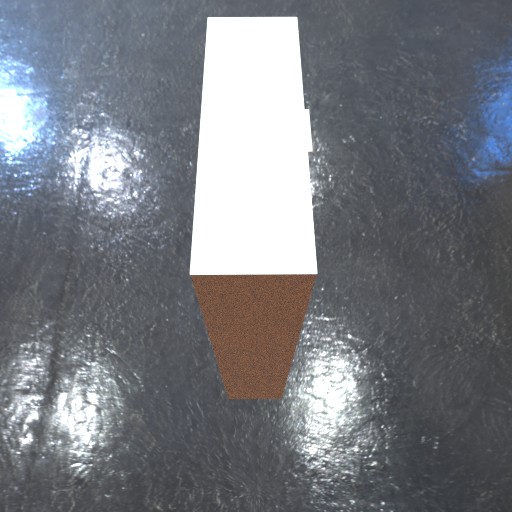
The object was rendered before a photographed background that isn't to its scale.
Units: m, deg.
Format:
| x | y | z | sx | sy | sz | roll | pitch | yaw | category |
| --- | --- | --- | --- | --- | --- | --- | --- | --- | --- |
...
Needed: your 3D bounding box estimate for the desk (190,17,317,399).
| x | y | z | sx | sy | sz | roll | pitch | yaw | category |
| --- | --- | --- | --- | --- | --- | --- | --- | --- | --- |
| 0.000 | 0.000 | 1.561 | 0.250 | 1.280 | 0.750 | 0 | 62 | 0 | desk |
